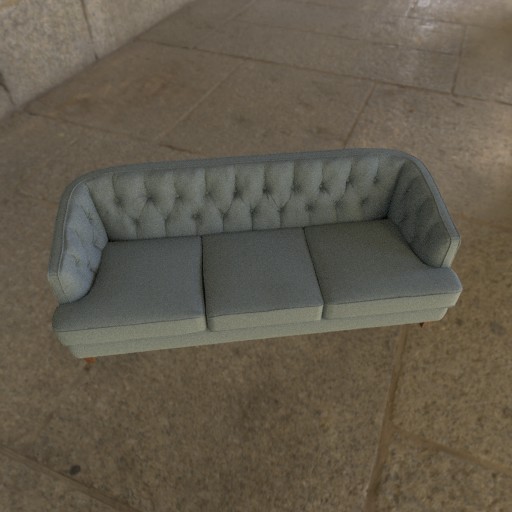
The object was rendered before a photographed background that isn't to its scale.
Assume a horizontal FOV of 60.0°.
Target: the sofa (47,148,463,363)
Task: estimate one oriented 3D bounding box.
[{"bbox_3d":[0.000,0.000,2.729,2.278,0.855,0.941,-5,47,-5],"label":"sofa"}]
